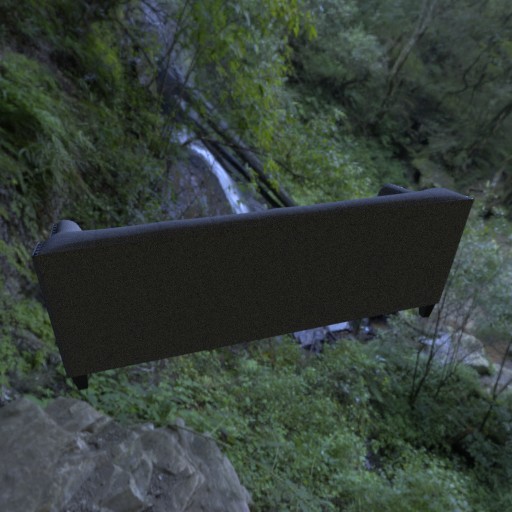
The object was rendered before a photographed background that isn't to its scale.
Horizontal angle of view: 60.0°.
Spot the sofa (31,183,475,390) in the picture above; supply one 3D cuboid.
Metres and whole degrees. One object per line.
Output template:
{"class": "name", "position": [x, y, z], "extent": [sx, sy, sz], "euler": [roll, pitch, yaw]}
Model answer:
{"class": "sofa", "position": [0.000, 0.000, 2.684], "extent": [2.235, 0.901, 0.914], "euler": [-8, 29, -16]}
